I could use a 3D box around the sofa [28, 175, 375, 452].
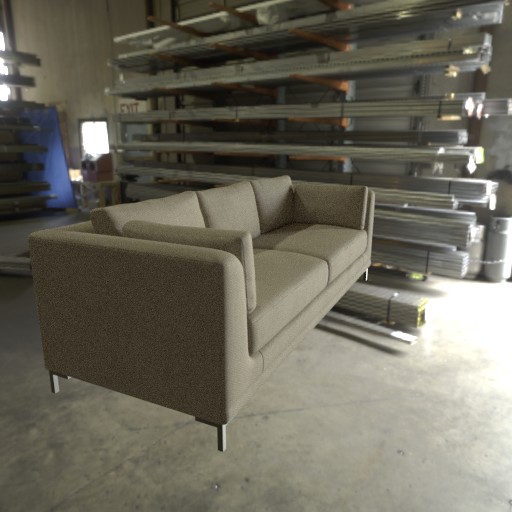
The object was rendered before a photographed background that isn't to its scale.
[{"bbox_3d":[0.000,0.000,2.786,0.969,0.867,2.415,7,16,25],"label":"sofa"}]
